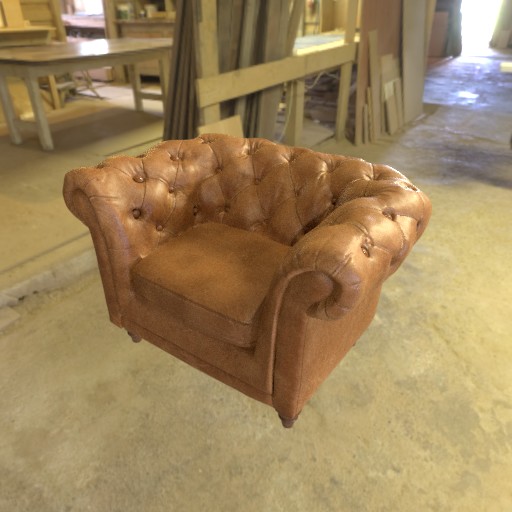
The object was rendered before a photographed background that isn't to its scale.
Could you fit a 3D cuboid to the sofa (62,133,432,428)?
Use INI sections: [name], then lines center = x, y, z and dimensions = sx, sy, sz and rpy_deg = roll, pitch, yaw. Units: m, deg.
[sofa]
center = 0.000, 0.000, 2.060
dimensions = 1.405, 0.878, 1.033
rpy_deg = 19, 35, 30
